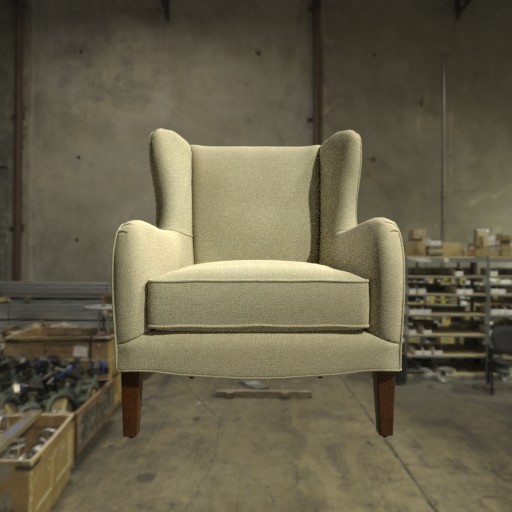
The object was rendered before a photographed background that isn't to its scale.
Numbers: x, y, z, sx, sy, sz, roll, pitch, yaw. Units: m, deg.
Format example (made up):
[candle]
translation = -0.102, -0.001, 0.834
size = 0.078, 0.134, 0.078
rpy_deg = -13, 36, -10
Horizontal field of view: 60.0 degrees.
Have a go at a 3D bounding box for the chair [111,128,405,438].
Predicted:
[chair]
translation = 0.000, 0.000, 1.683
size = 0.838, 1.040, 0.966
rpy_deg = 0, 0, -1
